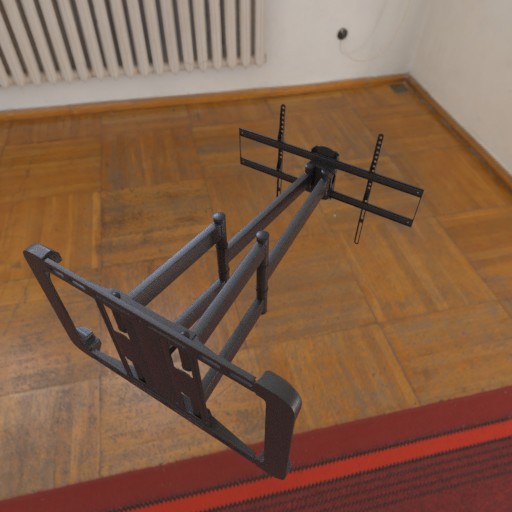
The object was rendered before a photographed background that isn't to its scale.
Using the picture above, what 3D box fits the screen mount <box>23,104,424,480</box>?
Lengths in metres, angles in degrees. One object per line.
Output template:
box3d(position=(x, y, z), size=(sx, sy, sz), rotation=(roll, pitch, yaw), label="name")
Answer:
box3d(position=(0.000, 0.000, 1.323), size=(0.725, 0.483, 0.905), rotation=(24, 52, 21), label="screen mount")
